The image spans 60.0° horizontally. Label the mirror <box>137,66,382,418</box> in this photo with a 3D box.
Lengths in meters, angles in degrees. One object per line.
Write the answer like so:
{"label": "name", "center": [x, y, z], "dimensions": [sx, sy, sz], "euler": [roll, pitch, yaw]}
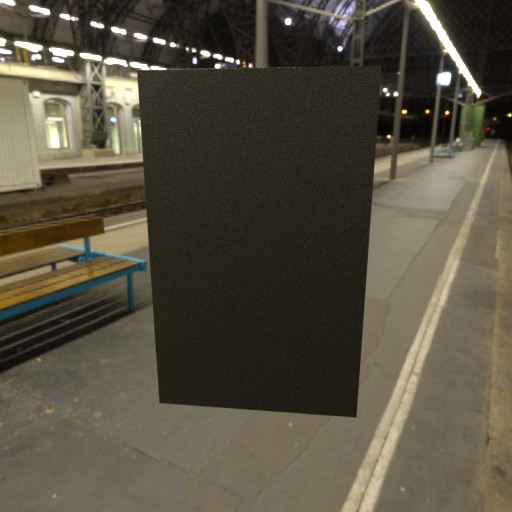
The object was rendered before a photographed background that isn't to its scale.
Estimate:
{"label": "mirror", "center": [0.000, 0.000, 1.554], "dimensions": [0.762, 1.219, 0.038], "euler": [2, 16, 7]}
